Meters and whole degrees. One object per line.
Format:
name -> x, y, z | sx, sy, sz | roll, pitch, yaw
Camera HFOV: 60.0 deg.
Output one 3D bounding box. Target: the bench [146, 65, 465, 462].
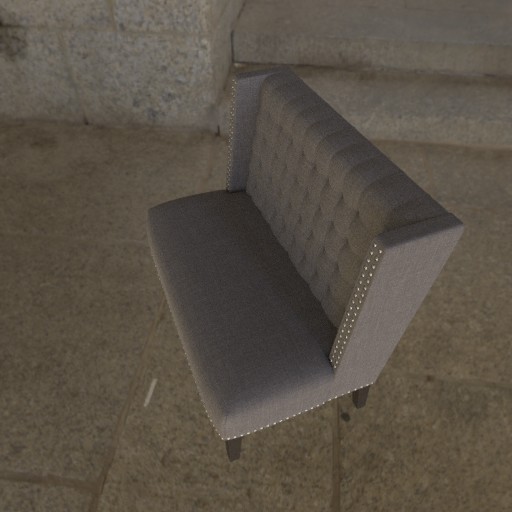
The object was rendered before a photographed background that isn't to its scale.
bench -> 0.000, 0.000, 2.007 | 0.842, 1.121, 1.276 | -16, 48, -15
